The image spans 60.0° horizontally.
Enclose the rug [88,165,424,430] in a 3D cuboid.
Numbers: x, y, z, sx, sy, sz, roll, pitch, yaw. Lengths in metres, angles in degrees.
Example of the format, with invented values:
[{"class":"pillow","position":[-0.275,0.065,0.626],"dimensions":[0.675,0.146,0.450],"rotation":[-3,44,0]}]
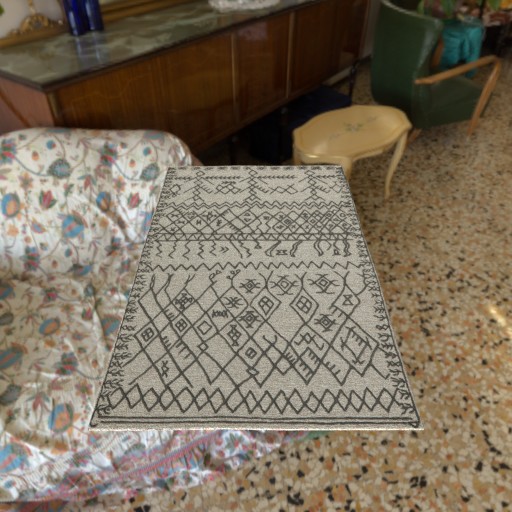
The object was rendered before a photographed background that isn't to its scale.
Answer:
[{"class":"rug","position":[0.000,0.000,4.600],"dimensions":[2.393,0.019,3.824],"rotation":[0,40,0]}]
